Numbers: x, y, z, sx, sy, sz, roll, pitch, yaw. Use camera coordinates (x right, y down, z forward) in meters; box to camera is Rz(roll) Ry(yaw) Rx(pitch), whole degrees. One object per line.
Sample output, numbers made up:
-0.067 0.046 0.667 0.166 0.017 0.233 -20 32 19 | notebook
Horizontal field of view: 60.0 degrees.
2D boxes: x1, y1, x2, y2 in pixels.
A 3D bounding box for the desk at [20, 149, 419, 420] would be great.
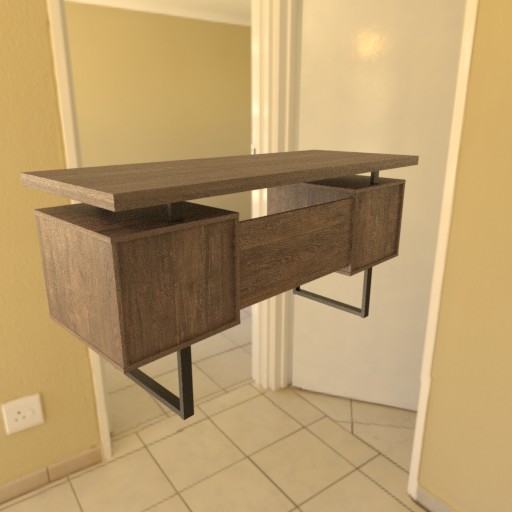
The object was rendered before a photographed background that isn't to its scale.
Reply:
0.000 0.000 1.835 0.600 0.760 1.524 16 24 42 | desk
